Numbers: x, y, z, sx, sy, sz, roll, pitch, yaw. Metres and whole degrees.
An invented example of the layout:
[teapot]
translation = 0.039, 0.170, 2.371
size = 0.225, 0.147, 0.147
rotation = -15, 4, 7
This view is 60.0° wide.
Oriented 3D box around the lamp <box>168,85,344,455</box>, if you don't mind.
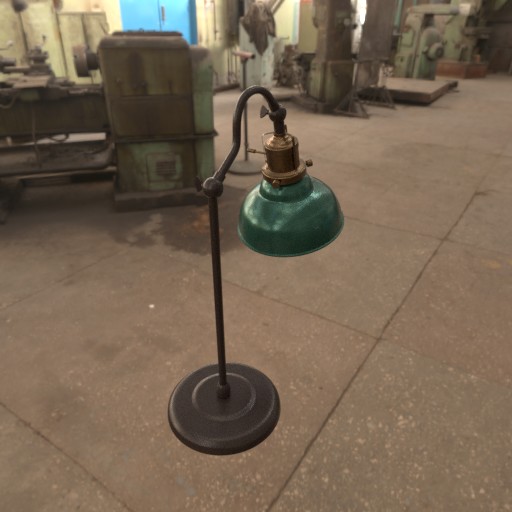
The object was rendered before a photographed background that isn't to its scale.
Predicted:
[lamp]
translation = 0.000, 0.000, 0.701
size = 0.192, 0.508, 0.374
rotation = 20, 34, 31
